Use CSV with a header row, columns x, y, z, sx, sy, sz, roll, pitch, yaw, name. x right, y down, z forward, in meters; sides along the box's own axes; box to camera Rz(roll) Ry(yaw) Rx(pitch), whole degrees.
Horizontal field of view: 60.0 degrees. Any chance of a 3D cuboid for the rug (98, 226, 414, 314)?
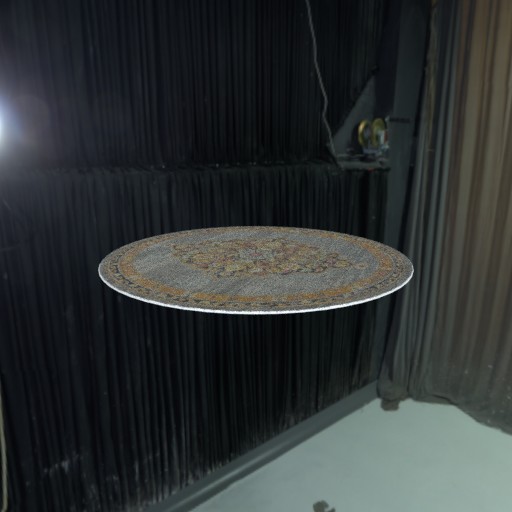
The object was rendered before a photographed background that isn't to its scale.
x,y,z,sx,sy,sz,roll,pitch,yaw,name
0.000,0.000,2.378,1.598,0.010,1.598,0,15,0,rug
